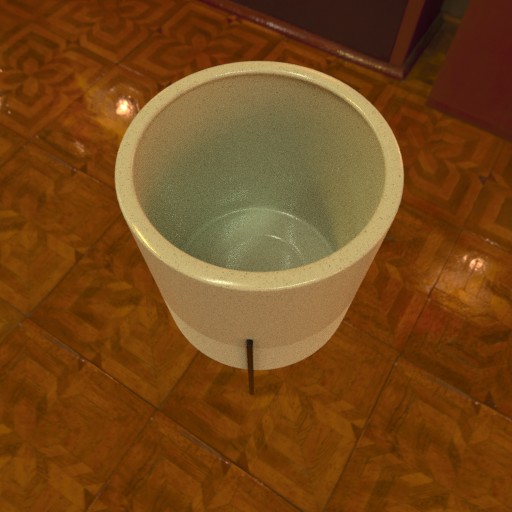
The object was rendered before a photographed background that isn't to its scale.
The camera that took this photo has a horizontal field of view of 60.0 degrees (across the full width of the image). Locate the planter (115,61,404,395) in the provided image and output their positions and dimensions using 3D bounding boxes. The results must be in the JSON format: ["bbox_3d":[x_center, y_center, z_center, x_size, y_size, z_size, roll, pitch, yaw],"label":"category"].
[{"bbox_3d":[0.000,0.000,0.694,0.323,0.475,0.314,31,67,15],"label":"planter"}]
